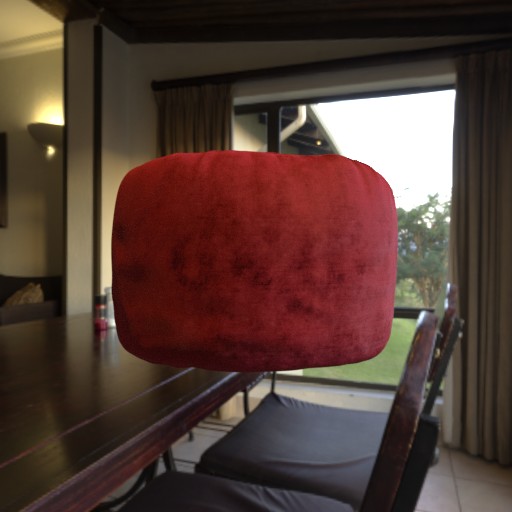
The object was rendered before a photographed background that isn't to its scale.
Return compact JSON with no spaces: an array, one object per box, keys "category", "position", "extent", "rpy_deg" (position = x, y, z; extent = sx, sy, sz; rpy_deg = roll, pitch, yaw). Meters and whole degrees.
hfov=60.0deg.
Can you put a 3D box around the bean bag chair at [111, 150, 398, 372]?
[{"category":"bean bag chair","position":[0.000,0.000,1.966],"extent":[1.219,0.762,1.219],"rpy_deg":[0,1,0]}]
